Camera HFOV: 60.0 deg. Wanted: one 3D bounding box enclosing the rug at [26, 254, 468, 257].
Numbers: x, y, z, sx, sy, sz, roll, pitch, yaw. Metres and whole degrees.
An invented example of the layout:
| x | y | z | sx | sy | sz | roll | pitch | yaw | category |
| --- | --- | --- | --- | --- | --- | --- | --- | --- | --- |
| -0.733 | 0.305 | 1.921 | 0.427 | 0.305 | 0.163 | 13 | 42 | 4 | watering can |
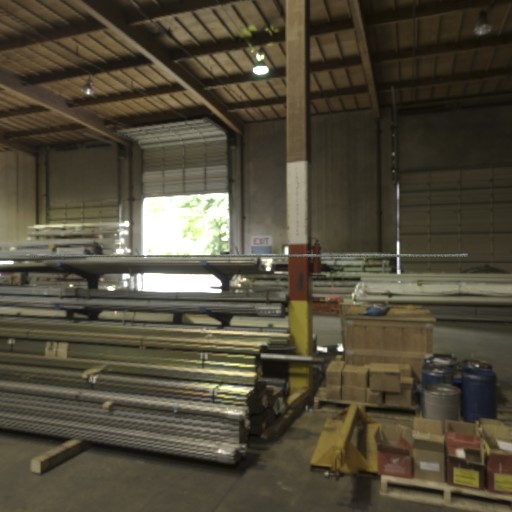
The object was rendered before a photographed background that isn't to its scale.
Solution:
| x | y | z | sx | sy | sz | roll | pitch | yaw | category |
| --- | --- | --- | --- | --- | --- | --- | --- | --- | --- |
| 0.000 | 0.000 | 3.016 | 2.438 | 0.015 | 1.518 | 0 | 0 | 19 | rug |
